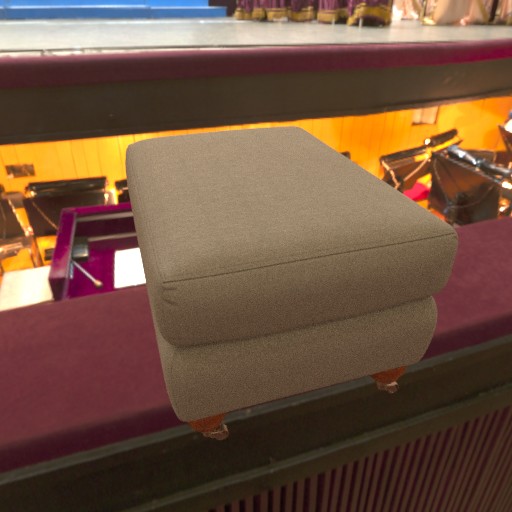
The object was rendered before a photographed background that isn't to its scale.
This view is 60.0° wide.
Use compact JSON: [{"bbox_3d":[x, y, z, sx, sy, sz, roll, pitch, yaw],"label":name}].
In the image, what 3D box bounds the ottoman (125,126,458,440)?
[{"bbox_3d":[0.000,0.000,1.135,0.569,0.499,0.773,-9,32,-15],"label":"ottoman"}]
